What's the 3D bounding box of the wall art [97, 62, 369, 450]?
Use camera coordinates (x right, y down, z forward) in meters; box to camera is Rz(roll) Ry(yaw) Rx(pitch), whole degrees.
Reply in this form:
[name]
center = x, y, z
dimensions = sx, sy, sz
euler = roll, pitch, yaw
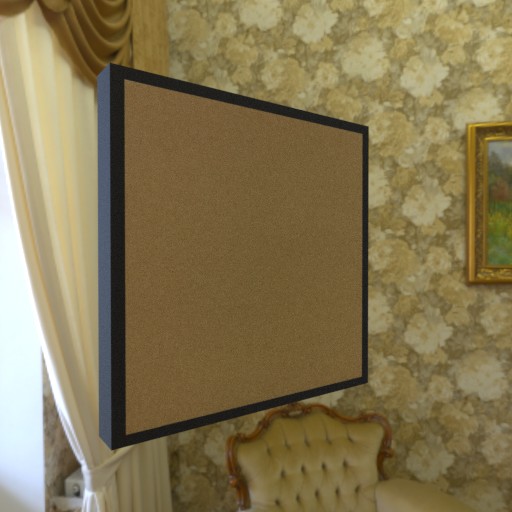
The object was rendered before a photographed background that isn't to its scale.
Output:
[wall art]
center = 0.000, 0.000, 0.450
dimensions = 0.305, 0.304, 0.033
euler = -1, 1, -36
